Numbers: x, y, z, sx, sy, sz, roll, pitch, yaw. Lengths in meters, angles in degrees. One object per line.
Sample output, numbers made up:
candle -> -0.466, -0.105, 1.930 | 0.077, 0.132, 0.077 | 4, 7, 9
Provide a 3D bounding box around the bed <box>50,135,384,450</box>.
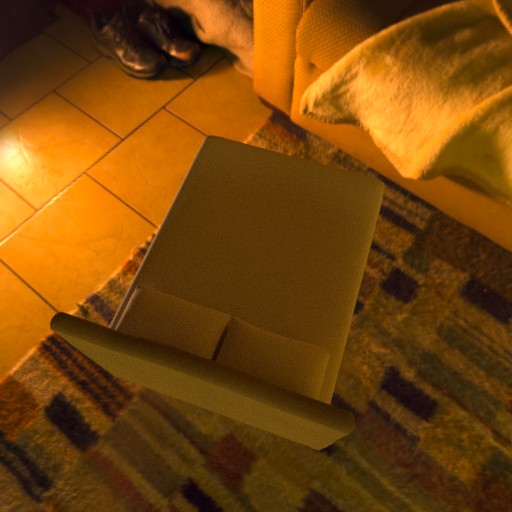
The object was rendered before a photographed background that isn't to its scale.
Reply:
bed -> 0.000, 0.000, 3.269 | 1.744, 1.441, 2.128 | 17, 65, 8
